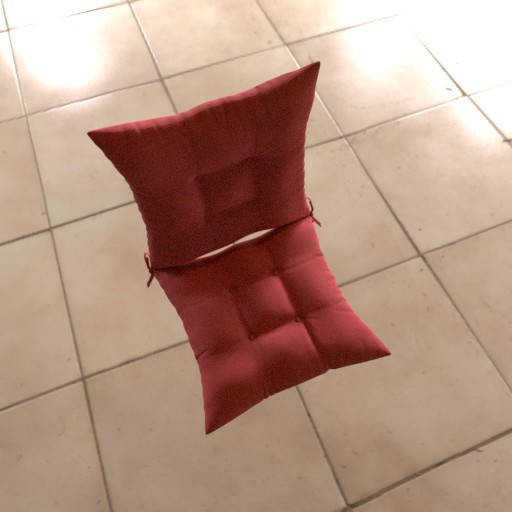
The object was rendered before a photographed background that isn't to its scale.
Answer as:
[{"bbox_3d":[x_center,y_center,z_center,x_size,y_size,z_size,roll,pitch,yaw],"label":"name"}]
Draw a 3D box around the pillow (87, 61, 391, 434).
[{"bbox_3d":[0.000,0.000,1.021,0.541,0.536,0.585,-20,64,-10],"label":"pillow"}]
